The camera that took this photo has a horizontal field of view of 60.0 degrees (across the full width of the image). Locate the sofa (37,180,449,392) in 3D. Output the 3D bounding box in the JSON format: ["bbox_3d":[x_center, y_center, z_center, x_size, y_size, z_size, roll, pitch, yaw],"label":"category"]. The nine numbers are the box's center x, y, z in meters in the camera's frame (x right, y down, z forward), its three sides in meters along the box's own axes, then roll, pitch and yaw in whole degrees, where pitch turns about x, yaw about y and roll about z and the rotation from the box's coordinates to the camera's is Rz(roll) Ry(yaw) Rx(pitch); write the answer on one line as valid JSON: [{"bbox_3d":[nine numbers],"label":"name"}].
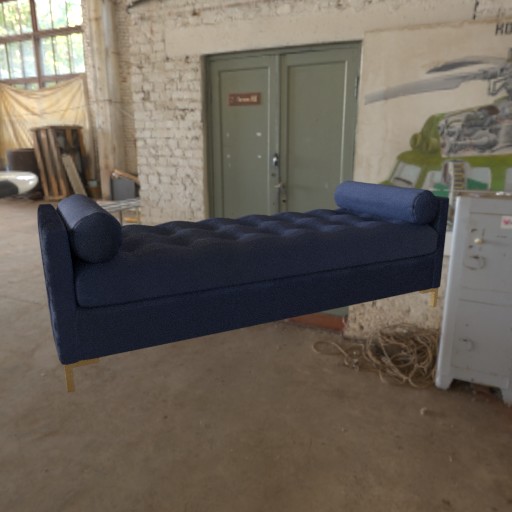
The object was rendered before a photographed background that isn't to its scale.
[{"bbox_3d":[0.000,0.000,2.431,2.102,0.705,0.796,-7,16,-26],"label":"sofa"}]
